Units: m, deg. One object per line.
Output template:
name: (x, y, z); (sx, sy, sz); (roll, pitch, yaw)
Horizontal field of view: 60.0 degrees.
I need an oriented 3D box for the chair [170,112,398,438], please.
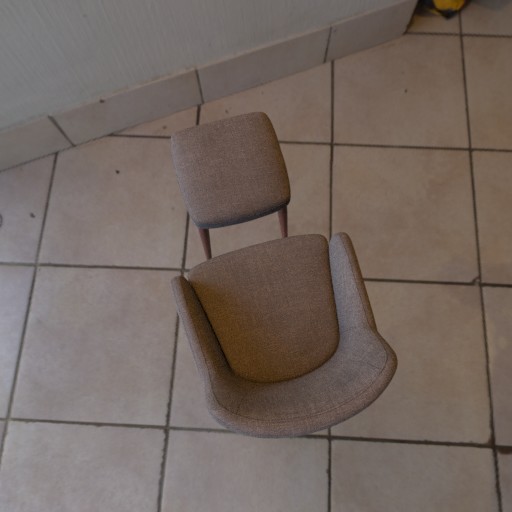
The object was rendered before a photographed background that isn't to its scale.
chair: (0.000, 0.000, 1.551); (0.584, 0.799, 1.107); (-15, 75, -4)
